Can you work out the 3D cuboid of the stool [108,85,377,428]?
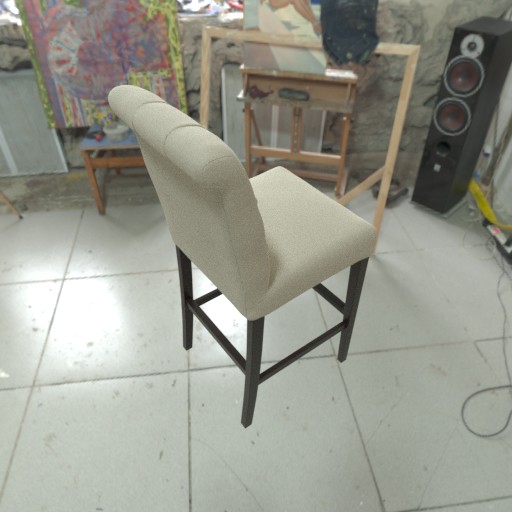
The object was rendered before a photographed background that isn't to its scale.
[{"bbox_3d":[0.000,0.000,1.461,0.610,1.118,0.482,-26,48,-27],"label":"stool"}]
